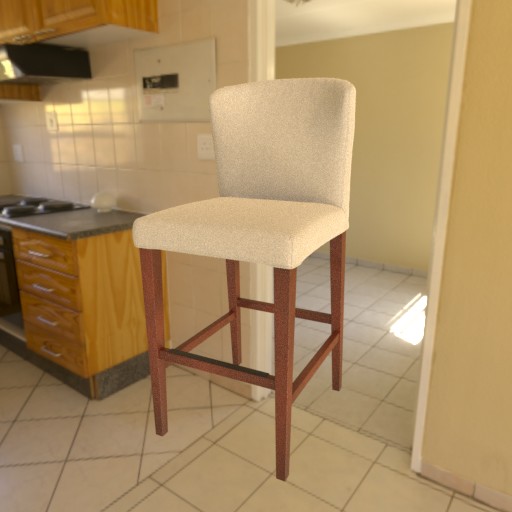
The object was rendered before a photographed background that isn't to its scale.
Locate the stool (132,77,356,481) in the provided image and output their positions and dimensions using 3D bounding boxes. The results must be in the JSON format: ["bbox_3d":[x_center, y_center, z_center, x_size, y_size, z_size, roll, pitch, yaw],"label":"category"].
[{"bbox_3d":[0.000,0.000,1.354,0.479,1.069,0.568,8,17,26],"label":"stool"}]
